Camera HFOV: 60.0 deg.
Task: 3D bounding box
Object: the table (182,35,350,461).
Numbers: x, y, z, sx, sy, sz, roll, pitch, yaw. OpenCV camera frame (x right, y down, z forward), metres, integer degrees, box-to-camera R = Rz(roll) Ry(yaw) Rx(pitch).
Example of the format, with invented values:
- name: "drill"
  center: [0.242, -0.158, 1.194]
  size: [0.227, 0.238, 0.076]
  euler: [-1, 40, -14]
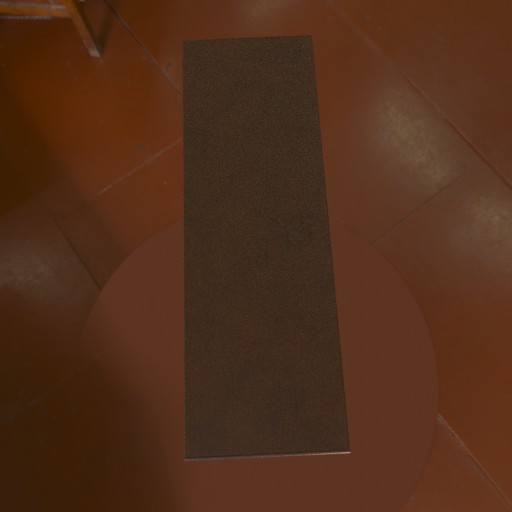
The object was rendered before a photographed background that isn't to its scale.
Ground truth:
- name: "table"
  center: [0.000, 0.000, 1.576]
  size: [0.399, 0.763, 1.197]
  euler: [-3, 75, -1]
